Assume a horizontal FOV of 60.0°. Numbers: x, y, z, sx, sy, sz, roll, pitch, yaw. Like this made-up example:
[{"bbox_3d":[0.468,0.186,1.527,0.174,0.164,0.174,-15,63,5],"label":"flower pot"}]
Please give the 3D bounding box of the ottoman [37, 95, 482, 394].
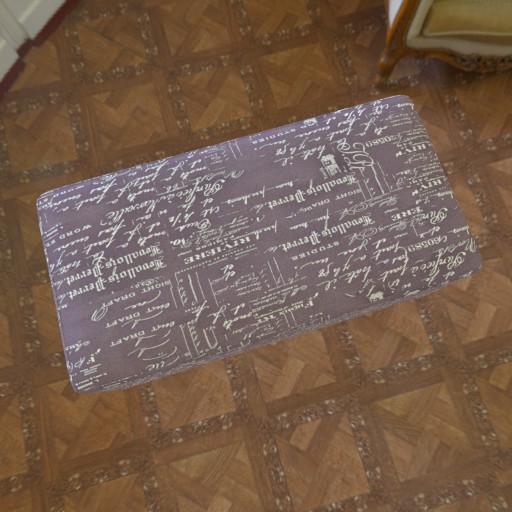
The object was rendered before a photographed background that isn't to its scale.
[{"bbox_3d":[0.000,0.000,1.050,0.813,0.457,0.406,-16,76,-4],"label":"ottoman"}]
